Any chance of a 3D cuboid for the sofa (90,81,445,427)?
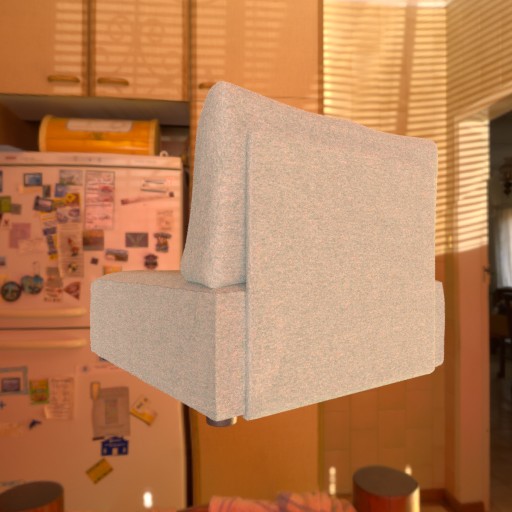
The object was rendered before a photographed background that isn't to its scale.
[{"bbox_3d":[0.000,0.000,1.660,0.930,0.820,1.000,0,-1,-36],"label":"sofa"}]
